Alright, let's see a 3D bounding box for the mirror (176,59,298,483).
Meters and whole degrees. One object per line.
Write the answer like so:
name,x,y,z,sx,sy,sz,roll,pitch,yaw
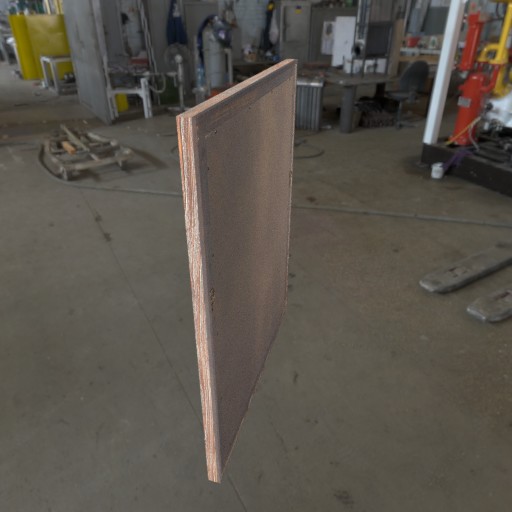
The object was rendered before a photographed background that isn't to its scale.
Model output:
mirror,0.000,0.000,1.175,0.032,0.882,0.730,8,31,14
